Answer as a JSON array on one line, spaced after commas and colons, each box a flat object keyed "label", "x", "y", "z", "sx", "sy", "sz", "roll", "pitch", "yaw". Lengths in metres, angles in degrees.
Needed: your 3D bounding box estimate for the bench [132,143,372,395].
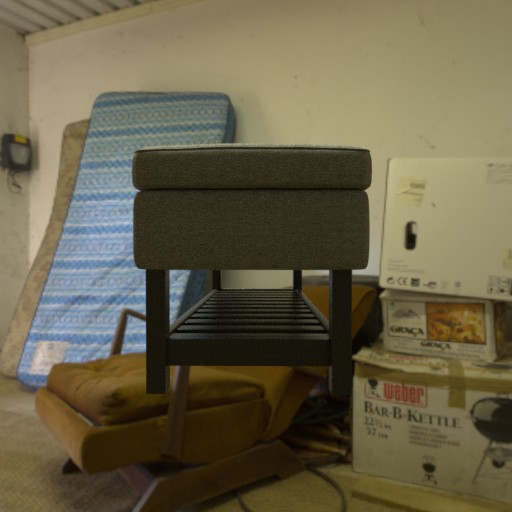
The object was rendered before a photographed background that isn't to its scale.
[{"label": "bench", "x": 0.000, "y": 0.000, "z": 1.294, "sx": 0.429, "sy": 0.470, "sz": 1.100, "roll": 0, "pitch": 1, "yaw": 1}]
